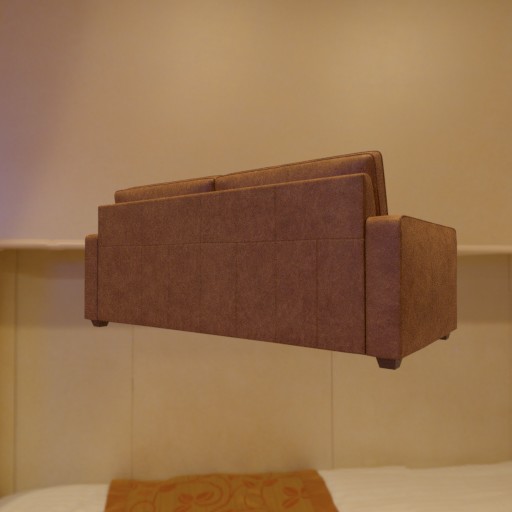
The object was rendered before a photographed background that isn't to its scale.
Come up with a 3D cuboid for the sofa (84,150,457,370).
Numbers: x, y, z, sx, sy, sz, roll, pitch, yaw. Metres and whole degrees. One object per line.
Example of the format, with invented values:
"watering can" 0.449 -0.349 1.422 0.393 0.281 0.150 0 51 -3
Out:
"sofa" 0.000 0.000 2.715 2.156 0.928 0.991 -1 -1 36
